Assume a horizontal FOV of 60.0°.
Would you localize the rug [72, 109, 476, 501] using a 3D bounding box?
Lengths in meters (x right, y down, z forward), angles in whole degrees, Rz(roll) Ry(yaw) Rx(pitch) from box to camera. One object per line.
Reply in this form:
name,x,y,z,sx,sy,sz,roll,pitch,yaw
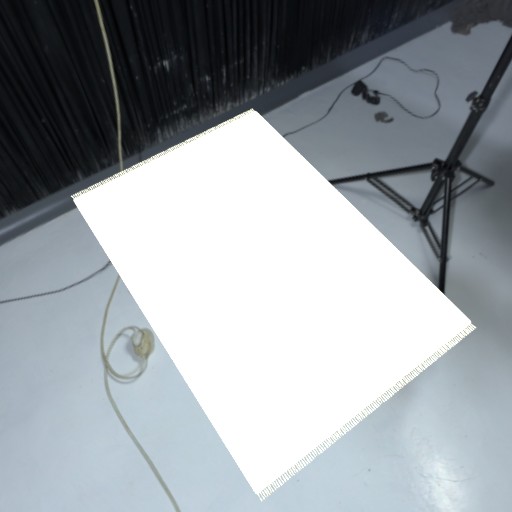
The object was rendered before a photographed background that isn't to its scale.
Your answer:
rug,0.000,0.000,2.778,1.514,0.011,2.233,-31,64,-17
